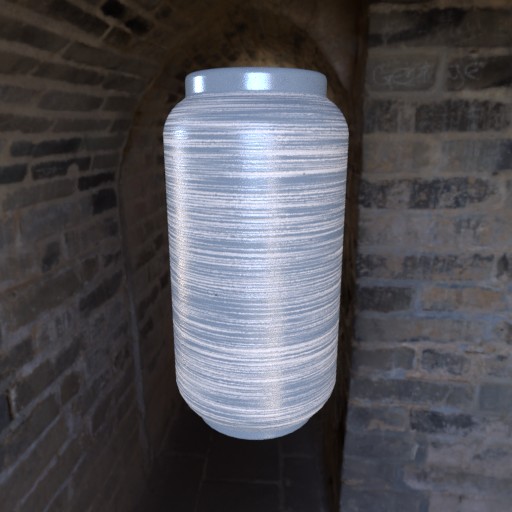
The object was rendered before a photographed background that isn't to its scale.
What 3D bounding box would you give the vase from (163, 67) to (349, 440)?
[{"bbox_3d":[0.000,0.000,0.304,0.116,0.230,0.116,0,15,0],"label":"vase"}]
